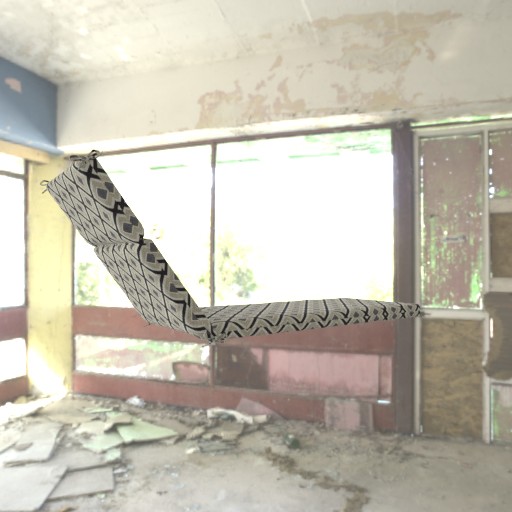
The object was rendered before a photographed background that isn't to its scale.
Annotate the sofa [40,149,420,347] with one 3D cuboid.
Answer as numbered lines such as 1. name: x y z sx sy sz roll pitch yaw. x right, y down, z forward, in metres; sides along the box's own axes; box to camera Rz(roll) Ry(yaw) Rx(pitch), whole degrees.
1. sofa: 0.000 0.000 1.950 1.663 0.622 0.582 0 -1 -35
